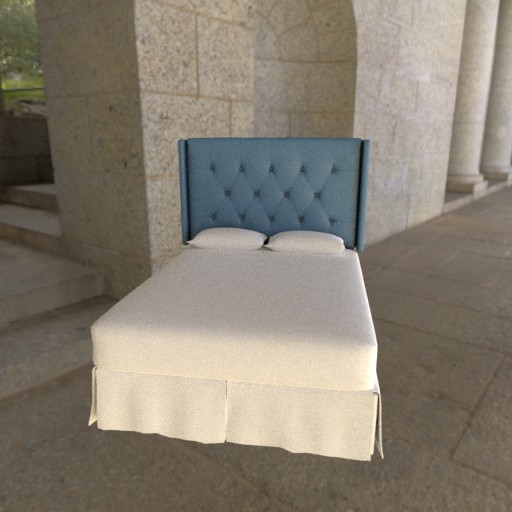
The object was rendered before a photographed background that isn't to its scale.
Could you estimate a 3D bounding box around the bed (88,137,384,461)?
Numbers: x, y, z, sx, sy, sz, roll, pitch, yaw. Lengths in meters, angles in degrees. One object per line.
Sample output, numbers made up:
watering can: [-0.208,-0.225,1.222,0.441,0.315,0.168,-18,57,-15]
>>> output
bed: [0.000,0.000,3.242,1.719,1.665,2.078,2,16,9]
